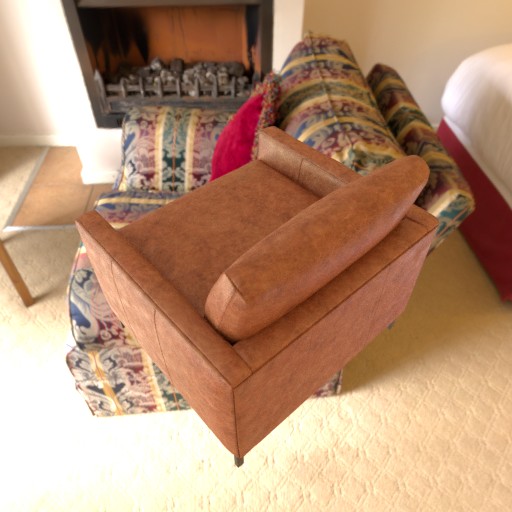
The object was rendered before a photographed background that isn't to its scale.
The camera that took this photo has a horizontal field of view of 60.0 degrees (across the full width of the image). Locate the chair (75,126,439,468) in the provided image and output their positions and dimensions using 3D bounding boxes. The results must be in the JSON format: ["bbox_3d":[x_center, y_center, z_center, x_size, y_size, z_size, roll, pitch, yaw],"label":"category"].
[{"bbox_3d":[0.000,0.000,1.646,0.967,0.869,0.862,-33,54,-28],"label":"chair"}]
